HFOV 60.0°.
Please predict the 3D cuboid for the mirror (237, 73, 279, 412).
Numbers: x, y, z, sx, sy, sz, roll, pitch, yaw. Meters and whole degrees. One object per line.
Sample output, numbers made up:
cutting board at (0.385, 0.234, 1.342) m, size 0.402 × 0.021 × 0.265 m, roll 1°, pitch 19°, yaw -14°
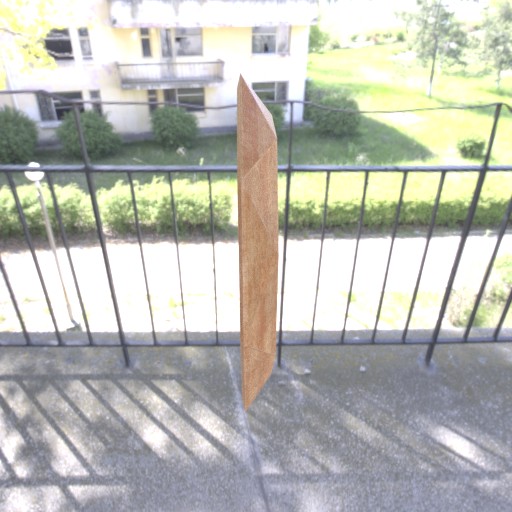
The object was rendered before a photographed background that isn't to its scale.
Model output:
mirror at (0.000, 0.000, 1.000) m, size 0.070 × 0.774 × 0.577 m, roll -1°, pitch 32°, yaw -1°
